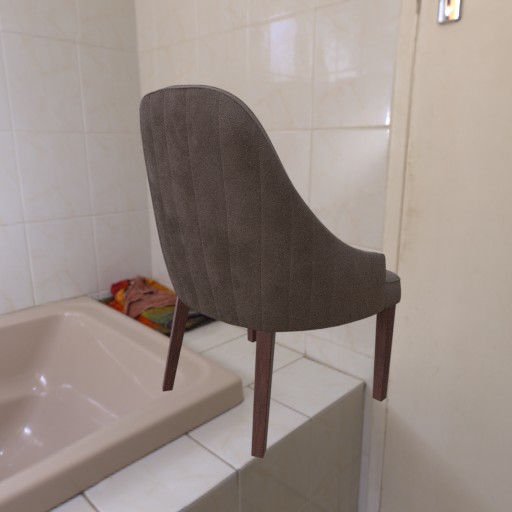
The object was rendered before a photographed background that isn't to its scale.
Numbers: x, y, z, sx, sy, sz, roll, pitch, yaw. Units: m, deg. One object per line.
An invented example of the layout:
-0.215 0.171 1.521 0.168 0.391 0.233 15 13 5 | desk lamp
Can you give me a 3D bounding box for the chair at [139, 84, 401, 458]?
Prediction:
0.000 0.000 1.292 0.575 0.889 0.643 -13 19 -42 | chair
